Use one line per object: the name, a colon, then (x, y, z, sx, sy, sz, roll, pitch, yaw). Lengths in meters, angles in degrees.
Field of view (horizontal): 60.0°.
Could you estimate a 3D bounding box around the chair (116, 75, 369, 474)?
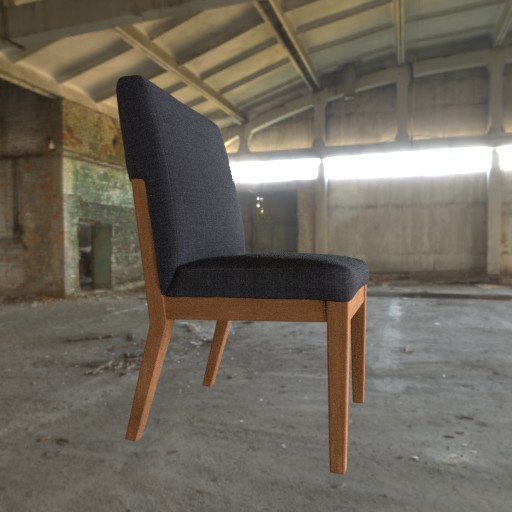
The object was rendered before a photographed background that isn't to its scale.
chair: (0.000, 0.000, 1.237, 0.586, 0.911, 0.507, 0, 1, 18)
